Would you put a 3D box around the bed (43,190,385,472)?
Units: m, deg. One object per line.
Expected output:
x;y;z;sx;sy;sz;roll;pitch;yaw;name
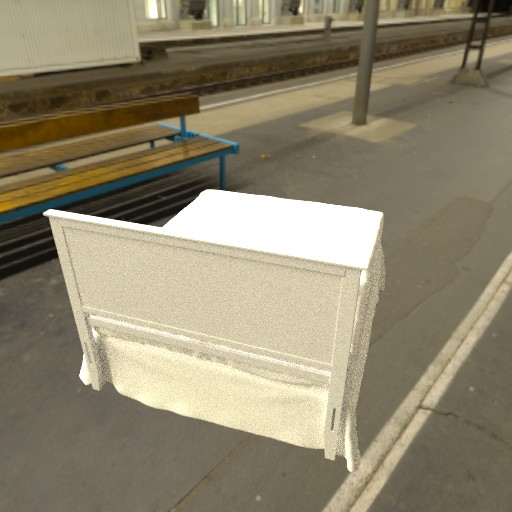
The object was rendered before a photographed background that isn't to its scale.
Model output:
0.000;0.000;3.174;1.876;1.269;2.047;10;31;17;bed
